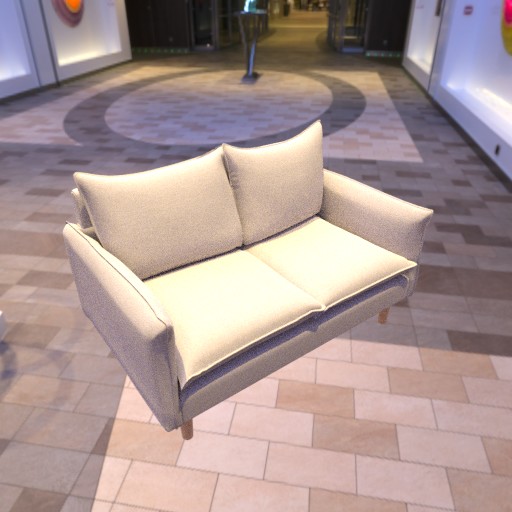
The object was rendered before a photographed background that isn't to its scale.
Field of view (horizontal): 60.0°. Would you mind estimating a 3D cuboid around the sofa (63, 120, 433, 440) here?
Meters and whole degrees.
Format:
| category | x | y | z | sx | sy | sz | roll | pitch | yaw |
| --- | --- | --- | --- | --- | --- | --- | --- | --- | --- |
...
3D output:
| category | x | y | z | sx | sy | sz | roll | pitch | yaw |
| --- | --- | --- | --- | --- | --- | --- | --- | --- | --- |
| sofa | 0.000 | 0.000 | 1.860 | 1.300 | 0.840 | 0.820 | -21 | 36 | -31 |
